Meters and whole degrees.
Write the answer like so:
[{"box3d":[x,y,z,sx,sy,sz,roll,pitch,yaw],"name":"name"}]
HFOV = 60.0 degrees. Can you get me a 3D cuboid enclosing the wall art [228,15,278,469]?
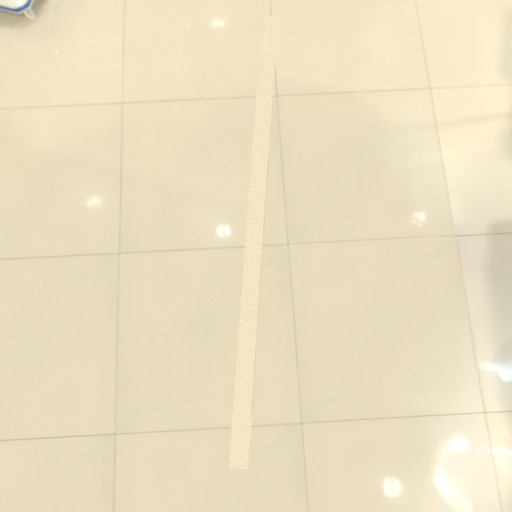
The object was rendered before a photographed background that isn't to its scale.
[{"box3d":[0.000,0.000,1.326,0.038,0.762,1.016,4,76,1],"name":"wall art"}]
